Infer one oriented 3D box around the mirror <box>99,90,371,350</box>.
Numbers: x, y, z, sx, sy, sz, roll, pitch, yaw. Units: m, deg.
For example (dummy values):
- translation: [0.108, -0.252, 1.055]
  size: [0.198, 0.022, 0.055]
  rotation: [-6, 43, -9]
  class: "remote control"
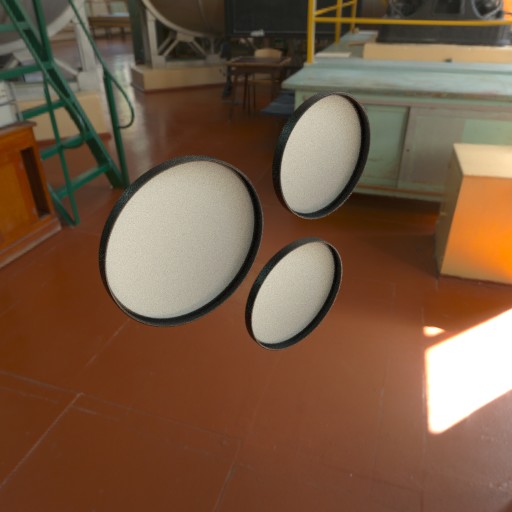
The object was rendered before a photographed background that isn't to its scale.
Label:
- translation: [0.000, 0.000, 3.170]
  size: [2.160, 2.096, 0.076]
  rotation: [-22, 37, -32]
  class: "mirror"
